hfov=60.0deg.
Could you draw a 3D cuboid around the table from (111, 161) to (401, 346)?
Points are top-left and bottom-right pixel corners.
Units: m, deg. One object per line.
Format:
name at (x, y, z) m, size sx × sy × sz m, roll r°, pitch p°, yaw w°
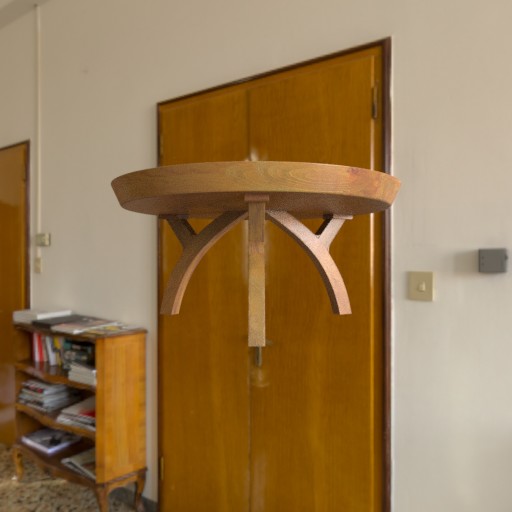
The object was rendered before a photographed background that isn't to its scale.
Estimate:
table at (0.000, 0.000, 1.595) m, size 1.016 × 0.470 × 1.016 m, roll 0°, pitch 0°, yaw 0°
